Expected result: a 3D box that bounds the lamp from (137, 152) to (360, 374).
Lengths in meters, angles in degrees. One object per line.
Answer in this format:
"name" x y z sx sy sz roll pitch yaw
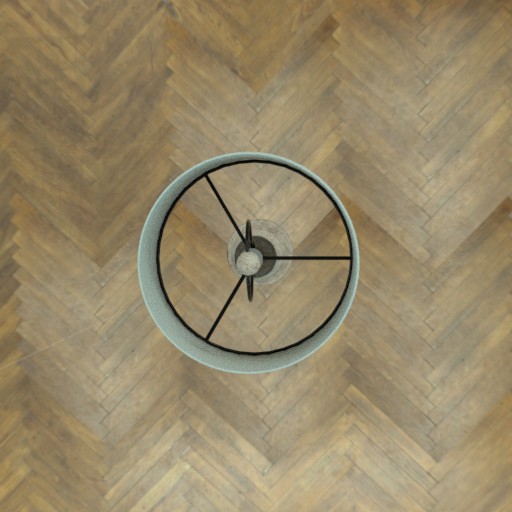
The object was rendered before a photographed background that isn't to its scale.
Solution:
"lamp" 0.000 0.000 0.867 0.340 0.678 0.340 0 92 2
